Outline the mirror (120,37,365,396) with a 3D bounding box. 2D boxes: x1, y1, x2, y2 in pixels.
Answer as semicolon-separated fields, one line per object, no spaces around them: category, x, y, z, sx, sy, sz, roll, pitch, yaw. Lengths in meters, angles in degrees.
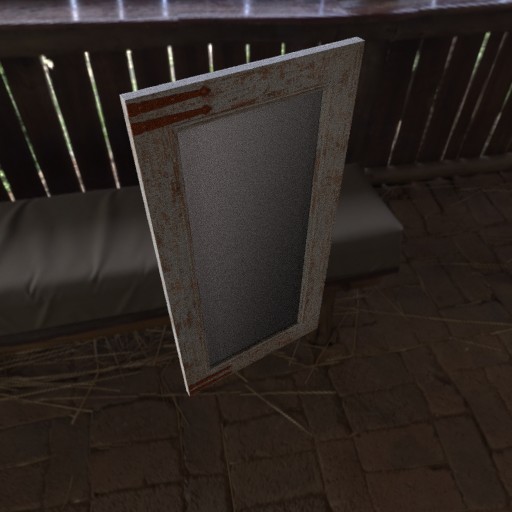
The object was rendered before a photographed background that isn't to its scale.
mirror;0.000;0.000;1.082;0.472;0.922;0.027;-23;50;-22
